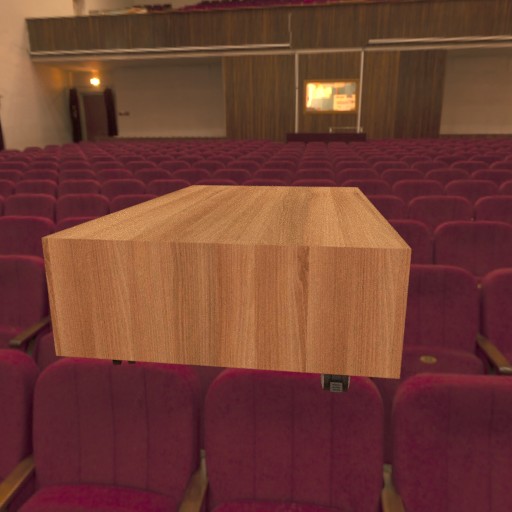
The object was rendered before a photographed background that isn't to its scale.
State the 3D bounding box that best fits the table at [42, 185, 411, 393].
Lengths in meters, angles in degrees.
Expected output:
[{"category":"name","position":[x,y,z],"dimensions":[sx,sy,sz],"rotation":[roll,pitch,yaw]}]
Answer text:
[{"category":"table","position":[0.000,0.000,1.393],"dimensions":[0.700,0.330,1.100],"rotation":[2,15,7]}]
